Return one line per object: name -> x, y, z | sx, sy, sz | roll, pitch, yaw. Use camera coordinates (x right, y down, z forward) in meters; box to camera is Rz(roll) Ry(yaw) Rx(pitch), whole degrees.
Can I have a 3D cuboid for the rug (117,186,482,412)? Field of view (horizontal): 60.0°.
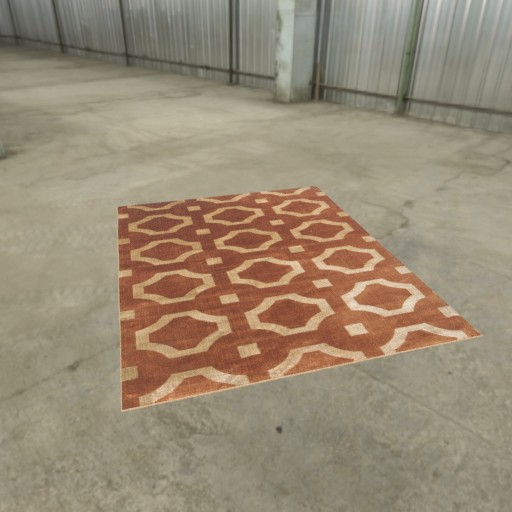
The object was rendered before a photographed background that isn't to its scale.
rug -> 0.000, 0.000, 4.105 | 2.466, 0.021, 3.049 | -8, 31, -14
